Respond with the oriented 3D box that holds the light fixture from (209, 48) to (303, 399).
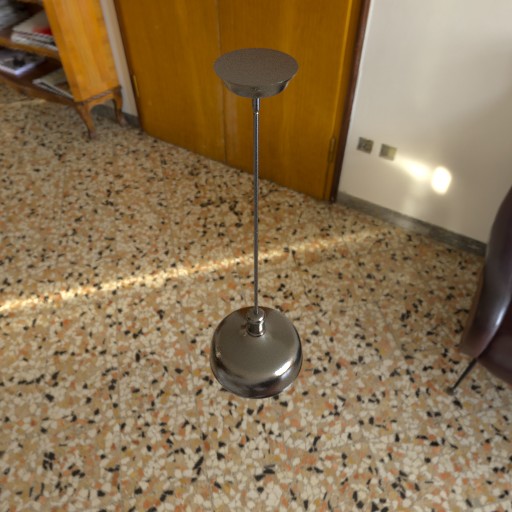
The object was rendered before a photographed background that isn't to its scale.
[{"bbox_3d":[0.000,0.000,1.082,0.299,0.935,0.299,-3,47,-3],"label":"light fixture"}]
